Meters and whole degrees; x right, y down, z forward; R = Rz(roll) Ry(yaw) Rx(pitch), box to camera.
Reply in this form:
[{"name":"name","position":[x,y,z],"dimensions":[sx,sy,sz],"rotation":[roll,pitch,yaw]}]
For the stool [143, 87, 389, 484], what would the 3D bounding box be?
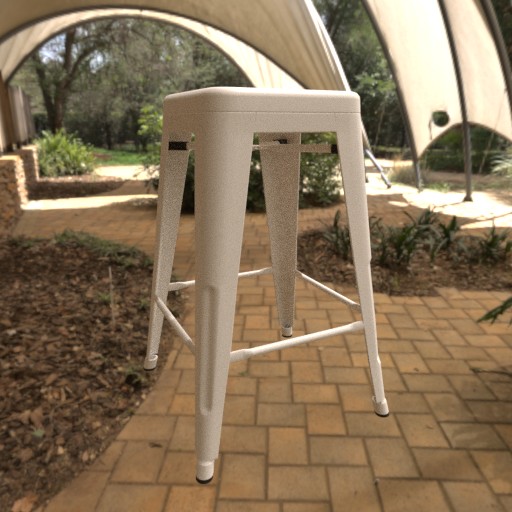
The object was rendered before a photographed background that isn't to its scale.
[{"name":"stool","position":[0.000,0.000,0.885],"dimensions":[0.406,0.610,0.406],"rotation":[-8,19,-25]}]
